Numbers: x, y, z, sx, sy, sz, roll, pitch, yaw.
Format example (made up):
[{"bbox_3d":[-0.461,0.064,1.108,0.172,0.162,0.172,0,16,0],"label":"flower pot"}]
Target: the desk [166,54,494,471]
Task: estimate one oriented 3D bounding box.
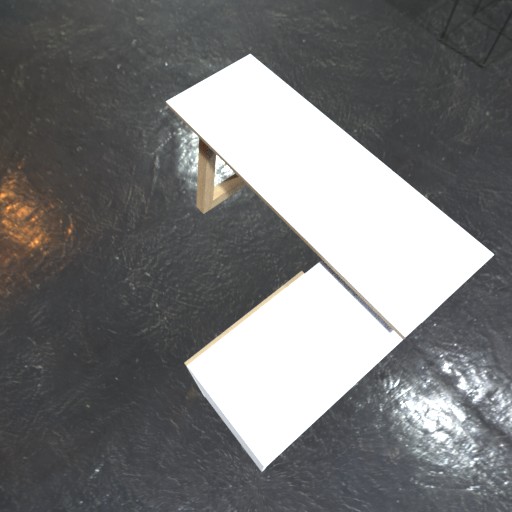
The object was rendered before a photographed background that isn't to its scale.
[{"bbox_3d":[0.000,0.000,2.041,1.098,0.755,1.404,-37,68,-17],"label":"desk"}]
